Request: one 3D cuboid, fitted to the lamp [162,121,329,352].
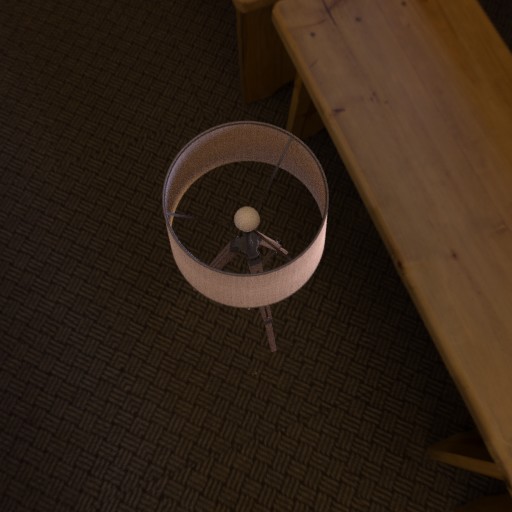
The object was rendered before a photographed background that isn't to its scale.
[{"bbox_3d":[0.000,0.000,1.860,0.604,1.510,0.587,36,78,9],"label":"lamp"}]
